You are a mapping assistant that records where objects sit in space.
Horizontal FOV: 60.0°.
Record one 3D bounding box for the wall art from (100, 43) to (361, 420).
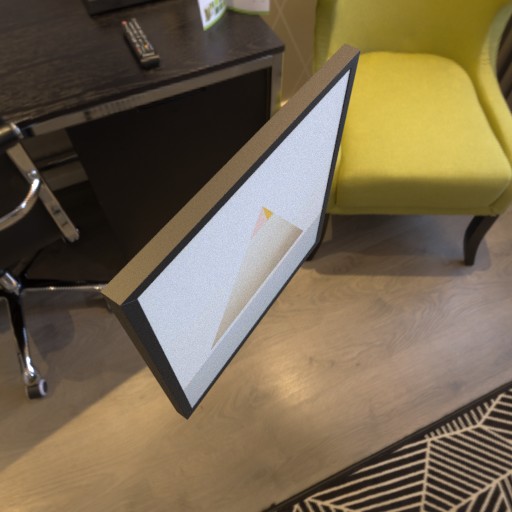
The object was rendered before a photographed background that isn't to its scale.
[{"bbox_3d":[0.000,0.000,1.154,0.042,0.766,0.769,30,63,18],"label":"wall art"}]
